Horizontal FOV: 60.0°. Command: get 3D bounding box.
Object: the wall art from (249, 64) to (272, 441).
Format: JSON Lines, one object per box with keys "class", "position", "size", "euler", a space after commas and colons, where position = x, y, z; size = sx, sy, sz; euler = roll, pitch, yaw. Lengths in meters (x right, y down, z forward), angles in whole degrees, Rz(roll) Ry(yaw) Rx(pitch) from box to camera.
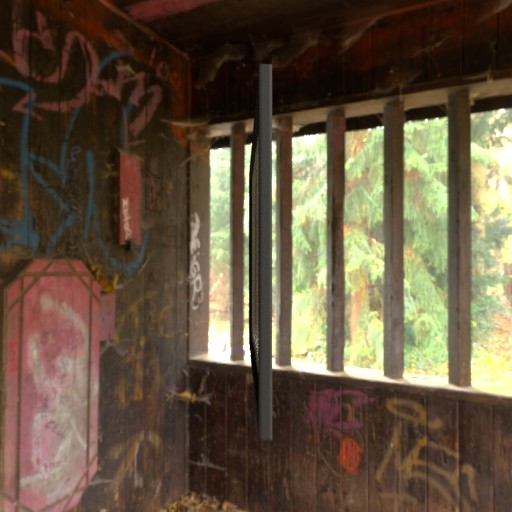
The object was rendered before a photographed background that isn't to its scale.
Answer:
{"class": "wall art", "position": [0.000, 0.000, 1.251], "size": [0.026, 0.656, 0.958], "euler": [0, -1, -2]}
